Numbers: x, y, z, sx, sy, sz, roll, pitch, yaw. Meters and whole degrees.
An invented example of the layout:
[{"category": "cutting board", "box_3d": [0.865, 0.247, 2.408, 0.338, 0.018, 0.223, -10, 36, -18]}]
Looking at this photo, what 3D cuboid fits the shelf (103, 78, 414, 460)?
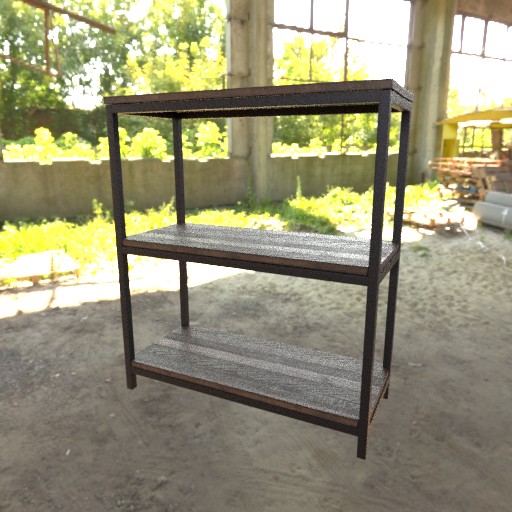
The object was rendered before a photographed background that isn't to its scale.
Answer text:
[{"category": "shelf", "box_3d": [0.000, 0.000, 1.387, 0.822, 0.947, 0.352, 7, 15, 25]}]
